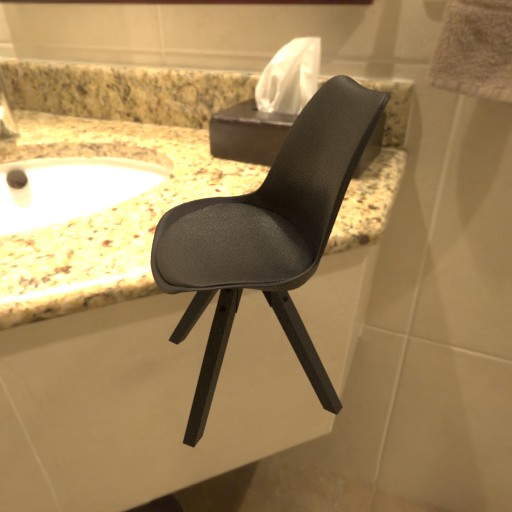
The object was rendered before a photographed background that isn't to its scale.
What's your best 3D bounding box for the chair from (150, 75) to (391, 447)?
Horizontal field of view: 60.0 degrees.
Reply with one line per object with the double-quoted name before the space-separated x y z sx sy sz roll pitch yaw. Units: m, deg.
"chair" 0.000 0.000 1.183 0.550 0.850 0.485 -8 32 -13
